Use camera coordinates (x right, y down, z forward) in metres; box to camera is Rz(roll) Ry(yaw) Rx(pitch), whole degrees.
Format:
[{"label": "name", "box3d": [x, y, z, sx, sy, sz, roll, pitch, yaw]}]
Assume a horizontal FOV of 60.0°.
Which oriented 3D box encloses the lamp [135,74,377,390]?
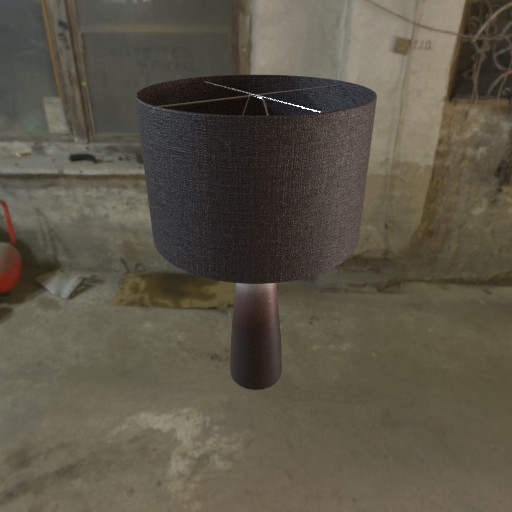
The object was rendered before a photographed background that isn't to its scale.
[{"label": "lamp", "box3d": [0.000, 0.000, 0.690, 0.303, 0.488, 0.303, 0, 30, 0]}]
